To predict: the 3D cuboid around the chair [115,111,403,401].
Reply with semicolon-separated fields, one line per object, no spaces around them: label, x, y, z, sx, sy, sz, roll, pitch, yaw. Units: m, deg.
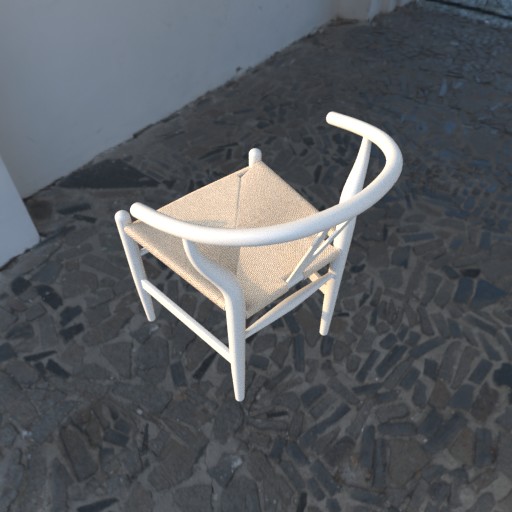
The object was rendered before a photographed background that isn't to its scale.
chair;0.000;0.000;1.159;0.569;0.730;0.579;-31;54;-26
